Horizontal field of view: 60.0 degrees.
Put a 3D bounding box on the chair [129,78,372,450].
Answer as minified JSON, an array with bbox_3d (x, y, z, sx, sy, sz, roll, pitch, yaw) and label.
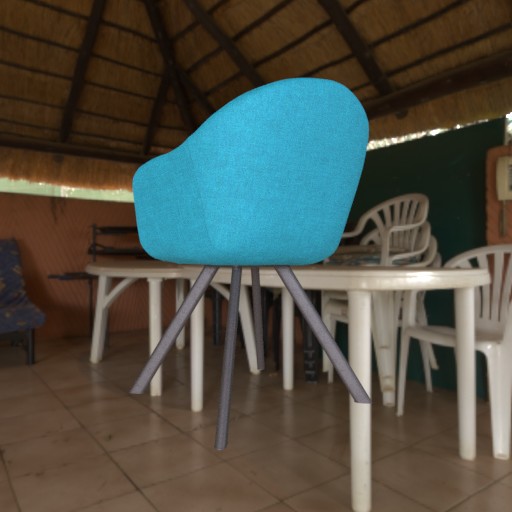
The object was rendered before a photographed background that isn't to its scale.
[{"bbox_3d":[0.000,0.000,1.188,0.545,0.775,0.565,0,0,-37],"label":"chair"}]
